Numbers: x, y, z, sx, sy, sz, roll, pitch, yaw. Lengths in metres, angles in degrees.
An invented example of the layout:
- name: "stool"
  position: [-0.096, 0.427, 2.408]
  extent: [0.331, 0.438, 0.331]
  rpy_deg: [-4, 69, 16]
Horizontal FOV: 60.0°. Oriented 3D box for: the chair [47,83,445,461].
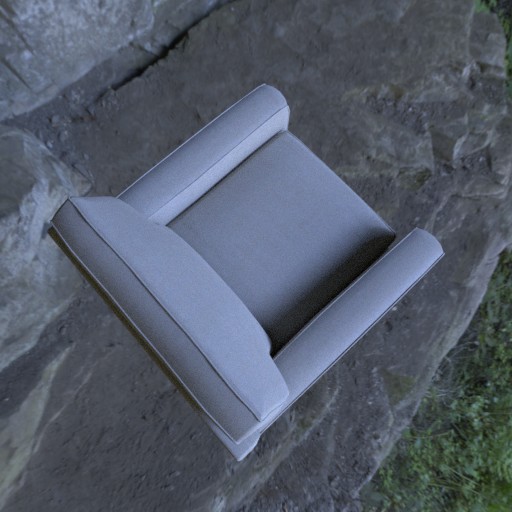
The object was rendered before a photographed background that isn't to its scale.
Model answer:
- name: "chair"
  position: [0.000, 0.000, 1.774]
  extent: [1.043, 0.913, 0.998]
  rpy_deg: [-41, 79, -10]
